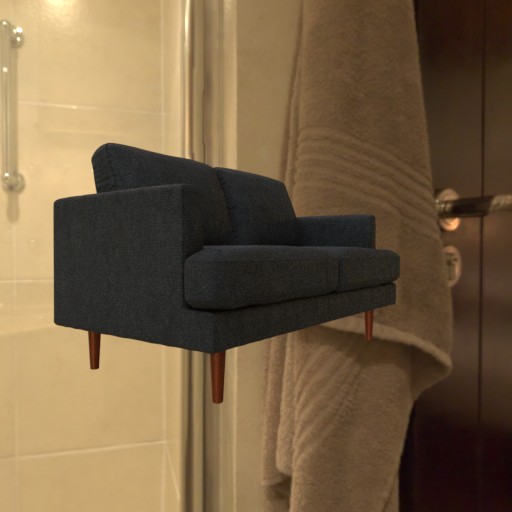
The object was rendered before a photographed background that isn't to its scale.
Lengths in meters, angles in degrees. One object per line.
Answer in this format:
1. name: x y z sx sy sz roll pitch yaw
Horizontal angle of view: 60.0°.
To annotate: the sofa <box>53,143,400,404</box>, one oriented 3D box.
1. sofa: 0.000 0.000 2.138 0.903 0.944 1.582 0 1 37
